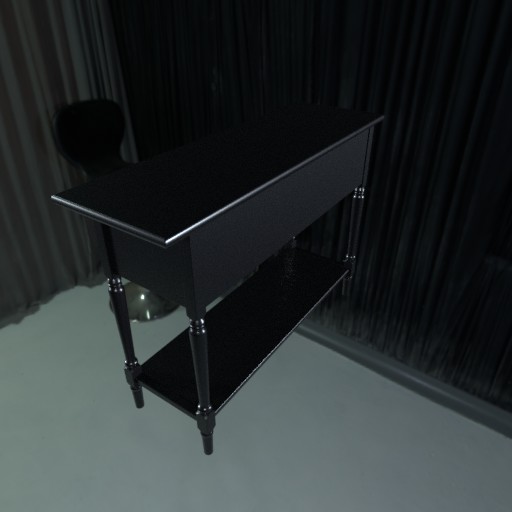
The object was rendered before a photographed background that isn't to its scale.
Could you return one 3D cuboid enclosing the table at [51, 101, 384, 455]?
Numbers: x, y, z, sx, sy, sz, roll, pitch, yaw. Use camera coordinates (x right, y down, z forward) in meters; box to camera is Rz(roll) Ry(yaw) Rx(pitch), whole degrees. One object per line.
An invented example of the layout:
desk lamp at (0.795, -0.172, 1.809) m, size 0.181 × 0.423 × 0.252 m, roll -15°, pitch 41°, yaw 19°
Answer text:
table at (0.000, 0.000, 1.607) m, size 0.386 × 0.819 × 1.191 m, roll 20°, pitch 37°, yaw 29°
